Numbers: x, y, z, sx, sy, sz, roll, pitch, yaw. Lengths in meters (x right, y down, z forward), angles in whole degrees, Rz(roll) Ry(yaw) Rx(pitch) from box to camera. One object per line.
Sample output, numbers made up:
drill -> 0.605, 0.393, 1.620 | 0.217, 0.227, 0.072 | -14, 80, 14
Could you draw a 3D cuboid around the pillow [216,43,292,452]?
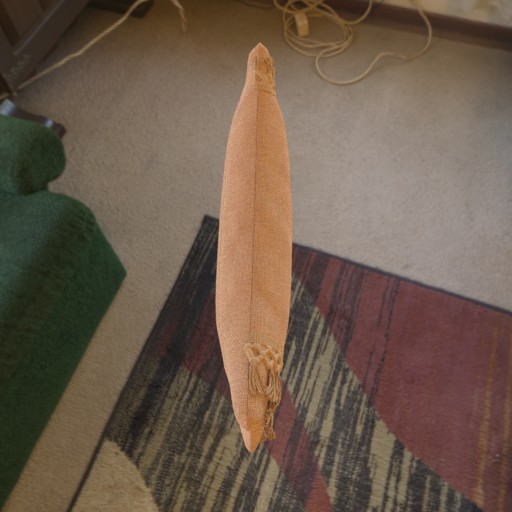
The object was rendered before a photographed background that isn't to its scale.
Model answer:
pillow -> 0.000, 0.000, 0.590 | 0.084, 0.305, 0.466 | 1, 62, 1
